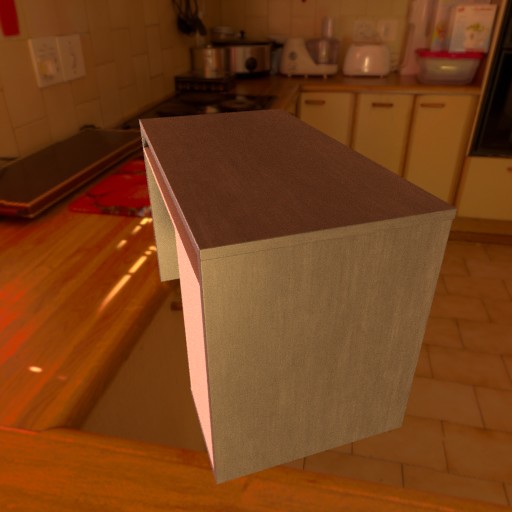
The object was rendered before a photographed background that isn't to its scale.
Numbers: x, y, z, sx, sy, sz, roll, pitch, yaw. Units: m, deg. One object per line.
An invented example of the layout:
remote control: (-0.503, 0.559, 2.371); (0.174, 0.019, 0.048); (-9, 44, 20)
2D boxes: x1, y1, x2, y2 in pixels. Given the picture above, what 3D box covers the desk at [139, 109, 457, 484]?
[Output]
desk: (0.000, 0.000, 1.568); (0.600, 0.750, 1.100); (-10, 32, -16)
